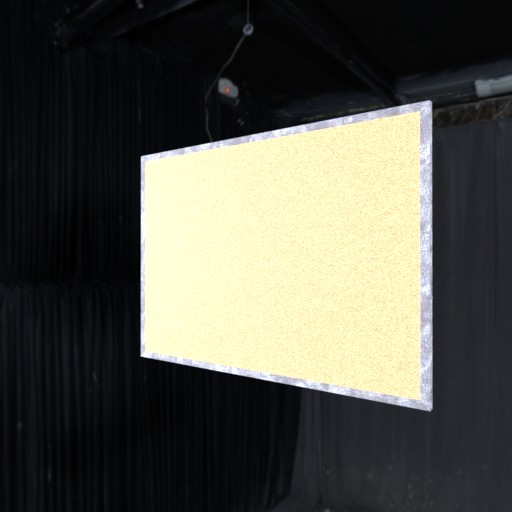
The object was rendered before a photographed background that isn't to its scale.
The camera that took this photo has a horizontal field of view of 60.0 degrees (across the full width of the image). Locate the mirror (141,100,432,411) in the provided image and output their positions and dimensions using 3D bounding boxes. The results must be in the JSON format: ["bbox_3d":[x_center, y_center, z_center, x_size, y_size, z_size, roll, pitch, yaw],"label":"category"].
[{"bbox_3d":[0.000,0.000,1.457,1.101,0.795,0.022,0,0,35],"label":"mirror"}]
